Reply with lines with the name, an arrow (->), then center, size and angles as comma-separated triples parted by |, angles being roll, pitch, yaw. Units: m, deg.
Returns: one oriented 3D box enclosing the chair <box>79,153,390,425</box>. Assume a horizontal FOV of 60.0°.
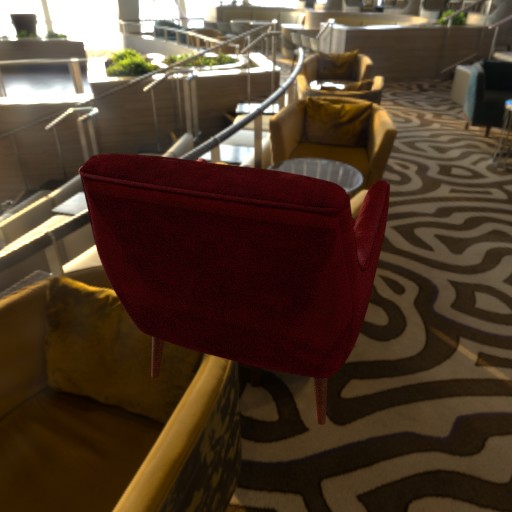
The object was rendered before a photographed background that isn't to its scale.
chair -> 0.000, 0.000, 1.440 | 0.762, 0.838, 0.787 | 10, 33, 16
